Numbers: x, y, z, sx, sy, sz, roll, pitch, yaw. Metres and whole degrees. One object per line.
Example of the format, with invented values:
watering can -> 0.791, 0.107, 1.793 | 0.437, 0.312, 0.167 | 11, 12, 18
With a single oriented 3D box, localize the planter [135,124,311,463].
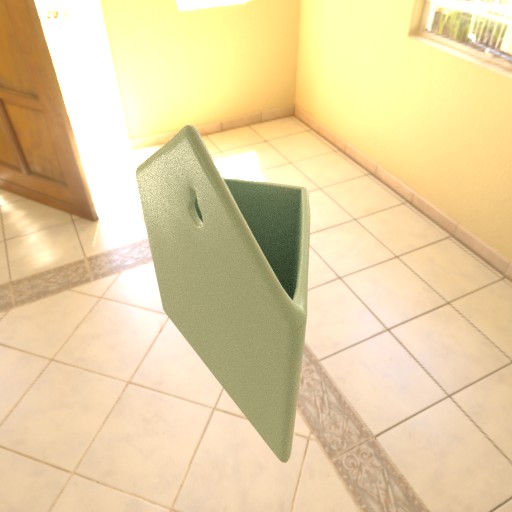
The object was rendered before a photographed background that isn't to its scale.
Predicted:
planter -> 0.000, 0.000, 0.281 | 0.079, 0.197, 0.164 | -26, 48, -26
